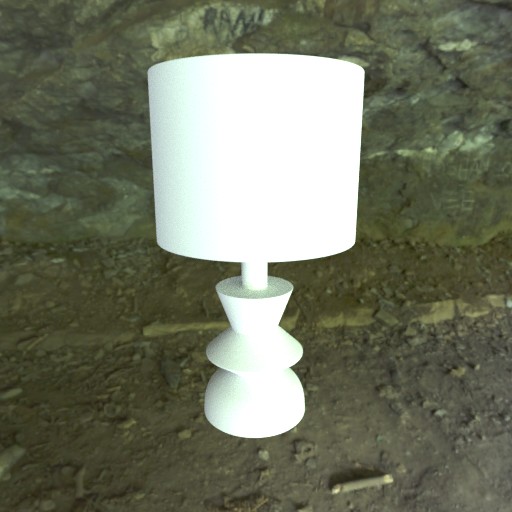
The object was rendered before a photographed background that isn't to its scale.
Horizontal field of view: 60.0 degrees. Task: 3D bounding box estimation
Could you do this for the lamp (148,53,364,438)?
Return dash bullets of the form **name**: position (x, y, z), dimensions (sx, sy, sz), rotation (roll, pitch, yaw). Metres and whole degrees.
- **lamp**: position (0.000, 0.000, 0.696), dimensions (0.301, 0.533, 0.301), rotation (7, 16, 26)
